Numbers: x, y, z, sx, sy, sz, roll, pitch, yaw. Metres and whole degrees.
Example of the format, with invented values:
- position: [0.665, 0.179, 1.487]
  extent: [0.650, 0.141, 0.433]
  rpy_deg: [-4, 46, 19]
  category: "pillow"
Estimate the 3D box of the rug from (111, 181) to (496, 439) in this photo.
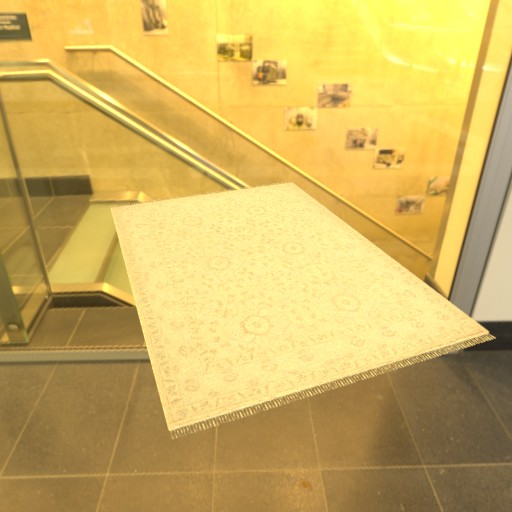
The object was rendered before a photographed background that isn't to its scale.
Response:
- position: [0.000, 0.000, 2.712]
  extent: [1.514, 0.011, 2.233]
  rpy_deg: [-11, 31, -18]
  category: "rug"
